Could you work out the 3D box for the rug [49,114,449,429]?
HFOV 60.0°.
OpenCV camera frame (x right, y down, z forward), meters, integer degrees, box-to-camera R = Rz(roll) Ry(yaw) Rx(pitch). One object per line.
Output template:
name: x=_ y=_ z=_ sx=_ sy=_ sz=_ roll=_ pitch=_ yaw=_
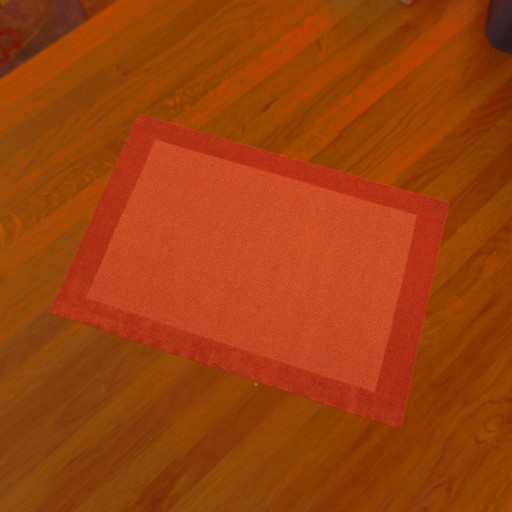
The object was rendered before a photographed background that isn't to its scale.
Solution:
rug: x=0.000 y=0.000 z=2.342 sx=1.829 sy=0.014 sz=1.219 roll=17 pitch=75 yaw=5
